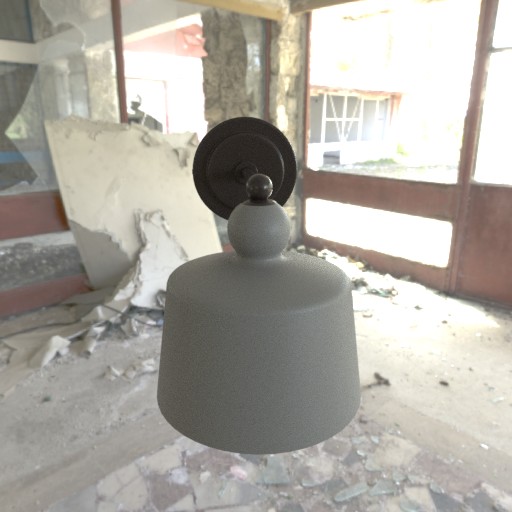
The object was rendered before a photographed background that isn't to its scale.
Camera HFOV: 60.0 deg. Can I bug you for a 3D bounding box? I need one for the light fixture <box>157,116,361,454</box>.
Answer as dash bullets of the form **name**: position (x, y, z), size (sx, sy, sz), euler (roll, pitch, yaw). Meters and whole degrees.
- **light fixture**: position (0.000, 0.000, 0.441), size (0.204, 0.268, 0.254), euler (-2, 17, -6)
